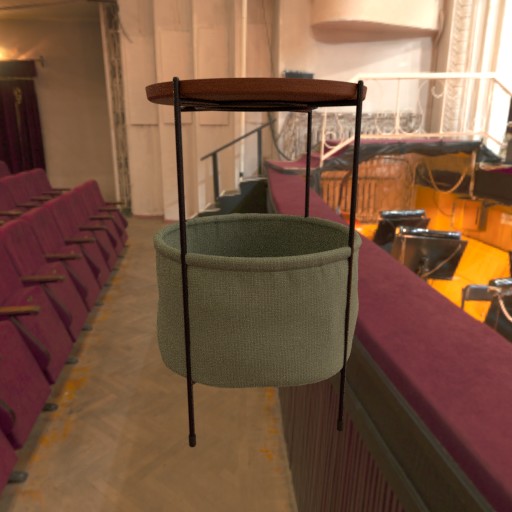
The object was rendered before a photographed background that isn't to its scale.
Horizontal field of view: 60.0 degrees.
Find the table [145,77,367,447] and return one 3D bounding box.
[{"bbox_3d":[0.000,0.000,0.875,0.400,0.623,0.400,-2,16,-9],"label":"table"}]
